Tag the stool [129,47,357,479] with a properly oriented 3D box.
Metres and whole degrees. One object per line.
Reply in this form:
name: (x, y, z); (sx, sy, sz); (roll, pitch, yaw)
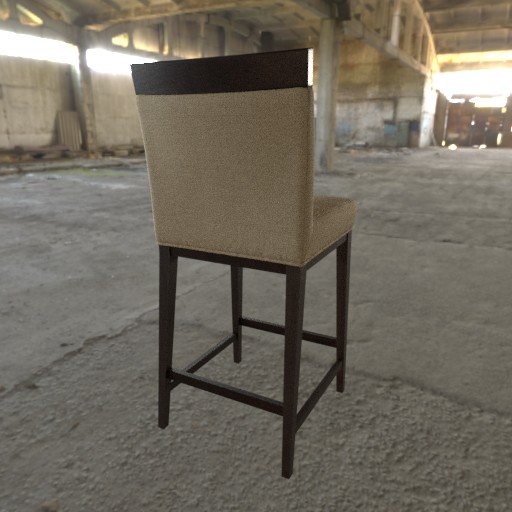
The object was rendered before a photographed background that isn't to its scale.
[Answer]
stool: (0.000, 0.000, 1.406); (0.511, 1.117, 0.531); (9, 18, 27)
